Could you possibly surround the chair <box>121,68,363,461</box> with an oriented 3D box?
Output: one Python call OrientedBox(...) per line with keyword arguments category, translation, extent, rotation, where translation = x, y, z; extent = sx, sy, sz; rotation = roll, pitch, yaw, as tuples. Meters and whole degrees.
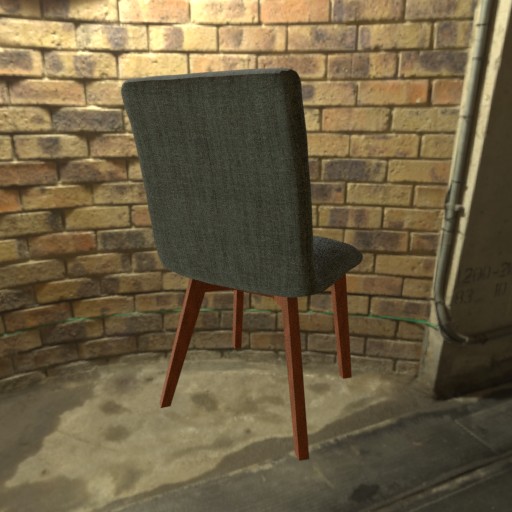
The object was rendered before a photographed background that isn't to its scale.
OrientedBox(category="chair", translation=(0.000, 0.000, 1.313), extent=(0.522, 0.974, 0.563), rotation=(9, 20, 27))
